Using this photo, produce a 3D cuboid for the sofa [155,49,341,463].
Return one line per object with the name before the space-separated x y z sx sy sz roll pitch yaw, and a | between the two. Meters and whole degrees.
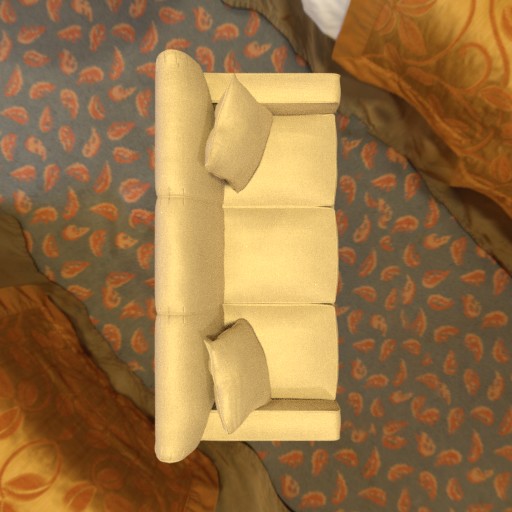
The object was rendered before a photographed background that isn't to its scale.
sofa | 0.000 0.000 2.574 0.997 0.958 2.024 0 90 0
